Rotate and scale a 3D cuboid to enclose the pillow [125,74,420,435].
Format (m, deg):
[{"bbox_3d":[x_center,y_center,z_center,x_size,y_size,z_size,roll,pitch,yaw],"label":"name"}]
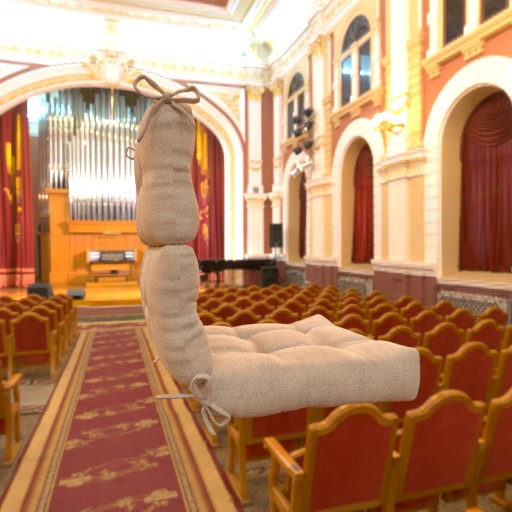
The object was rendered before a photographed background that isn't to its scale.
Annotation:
[{"bbox_3d":[0.000,0.000,1.025,0.571,0.605,0.519,0,1,-17],"label":"pillow"}]
